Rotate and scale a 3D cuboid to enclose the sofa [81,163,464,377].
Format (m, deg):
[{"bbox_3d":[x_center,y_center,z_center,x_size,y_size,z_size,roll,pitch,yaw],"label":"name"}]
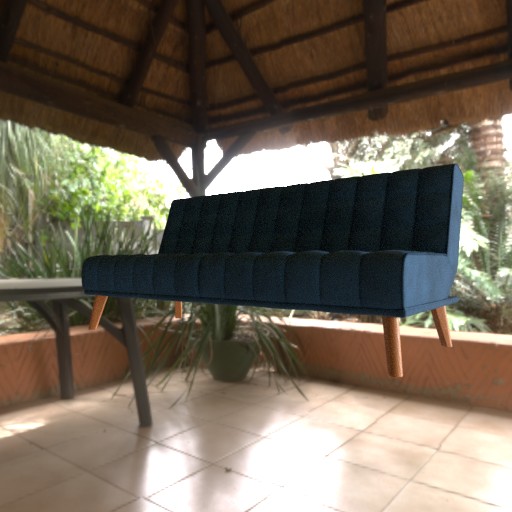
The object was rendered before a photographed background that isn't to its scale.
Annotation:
[{"bbox_3d":[0.000,0.000,2.275,1.804,0.813,0.855,-1,-1,37],"label":"sofa"}]
